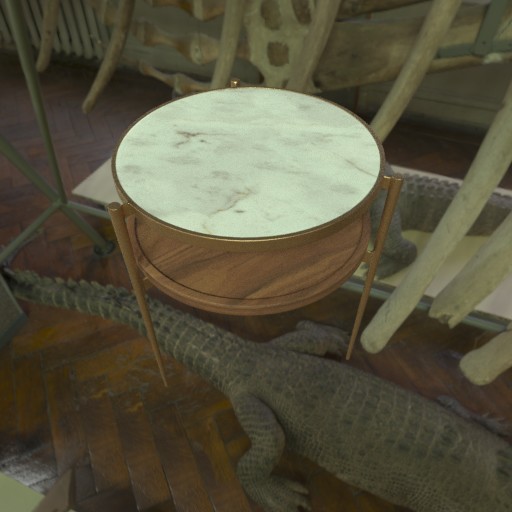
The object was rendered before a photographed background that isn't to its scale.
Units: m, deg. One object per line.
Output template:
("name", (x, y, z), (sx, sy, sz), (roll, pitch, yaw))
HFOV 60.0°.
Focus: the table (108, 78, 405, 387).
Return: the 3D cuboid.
("table", (0.000, 0.000, 0.868), (0.456, 0.493, 0.430), (16, 48, 15))
